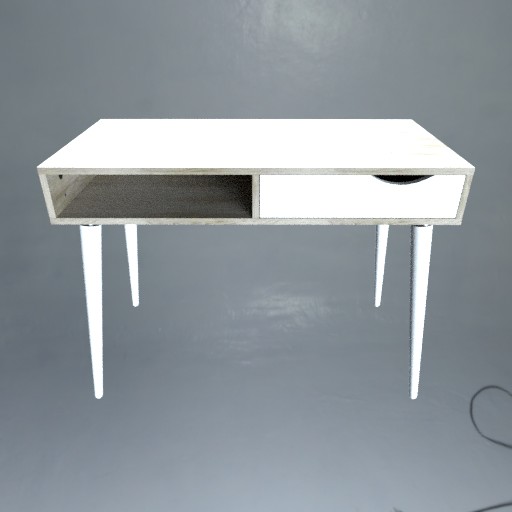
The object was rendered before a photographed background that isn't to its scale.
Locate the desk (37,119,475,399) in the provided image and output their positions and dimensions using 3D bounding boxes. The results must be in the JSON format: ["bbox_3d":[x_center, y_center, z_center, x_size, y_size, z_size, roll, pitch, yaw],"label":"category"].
[{"bbox_3d":[0.000,0.000,1.372,0.979,0.723,0.491,0,30,0],"label":"desk"}]
